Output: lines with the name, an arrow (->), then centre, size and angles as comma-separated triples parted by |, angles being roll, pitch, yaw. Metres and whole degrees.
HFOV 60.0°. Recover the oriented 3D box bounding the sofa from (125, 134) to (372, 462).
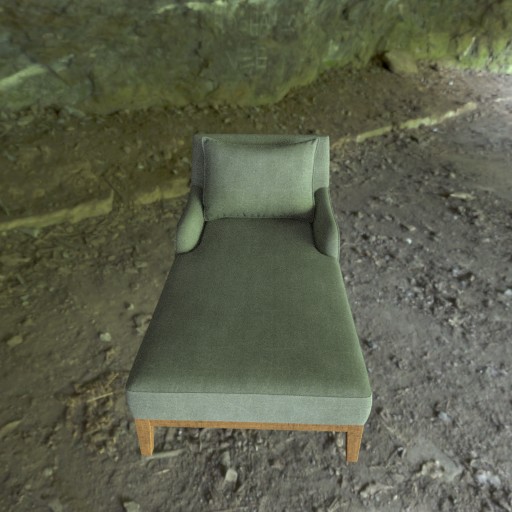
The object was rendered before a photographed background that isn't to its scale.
sofa -> 0.000, 0.000, 2.285 | 0.894, 0.859, 1.779 | 1, 30, 2
